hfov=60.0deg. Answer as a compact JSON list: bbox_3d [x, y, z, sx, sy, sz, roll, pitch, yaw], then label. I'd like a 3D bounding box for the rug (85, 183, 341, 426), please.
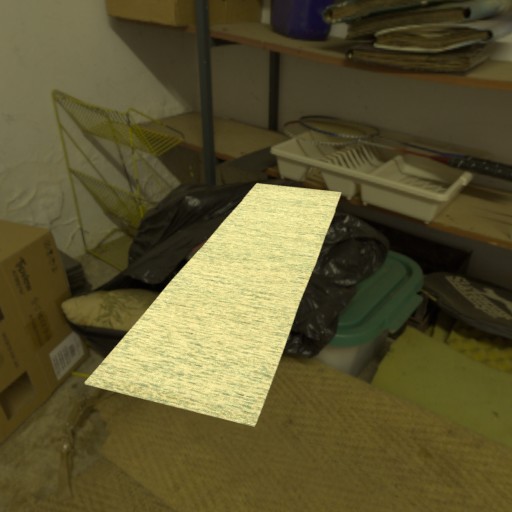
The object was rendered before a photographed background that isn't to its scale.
[{"bbox_3d":[0.000,0.000,2.573,0.700,0.014,2.290,9,31,15],"label":"rug"}]
